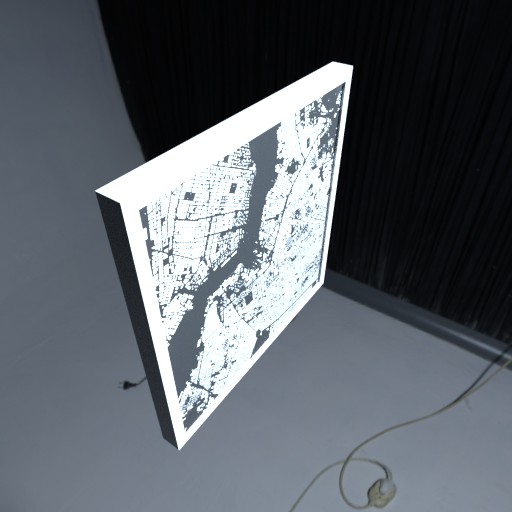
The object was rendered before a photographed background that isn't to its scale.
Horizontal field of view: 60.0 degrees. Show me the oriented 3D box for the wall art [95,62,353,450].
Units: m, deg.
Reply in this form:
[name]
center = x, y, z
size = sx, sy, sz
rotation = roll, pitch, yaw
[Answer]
[wall art]
center = 0.000, 0.000, 0.760
size = 0.038, 0.506, 0.506
rotation = 25, 46, 26
